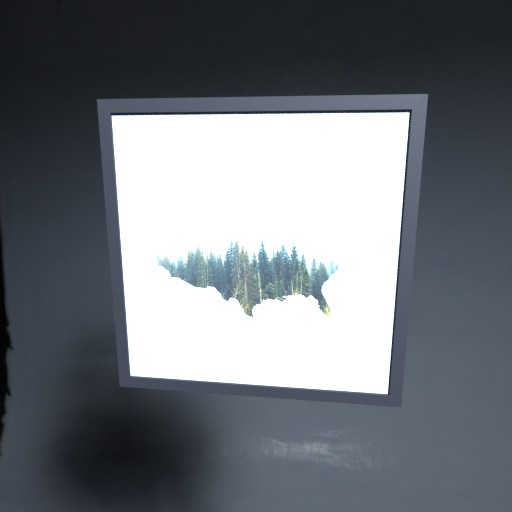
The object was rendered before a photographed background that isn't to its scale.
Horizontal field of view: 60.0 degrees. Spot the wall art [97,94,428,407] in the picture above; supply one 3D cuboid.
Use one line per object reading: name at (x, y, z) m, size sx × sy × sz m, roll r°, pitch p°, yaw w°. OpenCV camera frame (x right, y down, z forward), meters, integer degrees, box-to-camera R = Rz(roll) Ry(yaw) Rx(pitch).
wall art at (0.000, 0.000, 0.754) m, size 0.509 × 0.509 × 0.040 m, roll 2°, pitch 14°, yaw 8°
